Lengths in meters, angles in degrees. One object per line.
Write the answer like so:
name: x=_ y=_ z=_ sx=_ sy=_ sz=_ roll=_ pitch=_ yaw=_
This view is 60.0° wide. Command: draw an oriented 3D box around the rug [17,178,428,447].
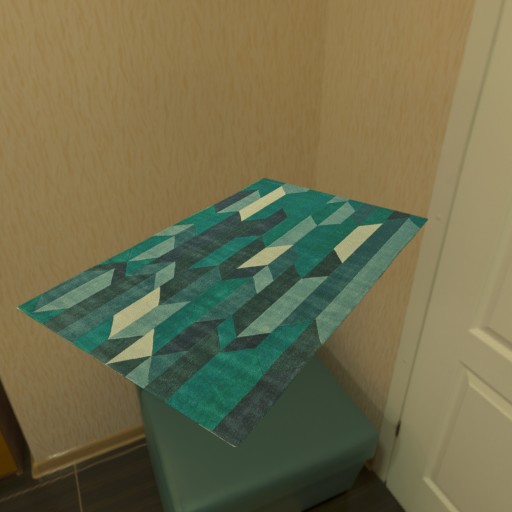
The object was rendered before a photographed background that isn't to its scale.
rug: x=0.000 y=0.000 z=2.907 sx=1.528 sy=0.005 sz=2.420 roll=20 pitch=36 yaw=30
